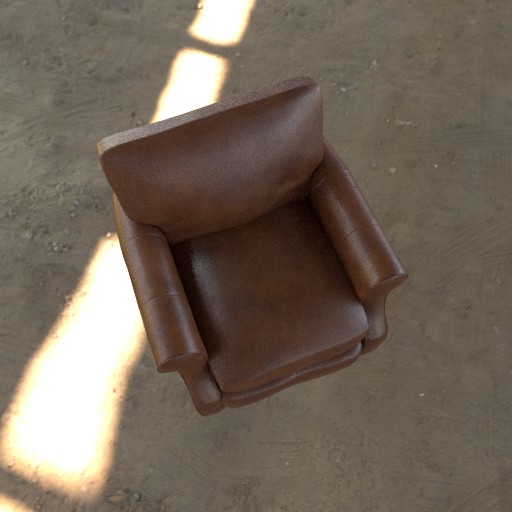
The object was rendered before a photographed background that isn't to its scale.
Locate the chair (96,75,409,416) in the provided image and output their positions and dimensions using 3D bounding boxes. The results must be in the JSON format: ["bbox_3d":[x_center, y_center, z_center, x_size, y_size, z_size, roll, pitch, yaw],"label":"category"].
[{"bbox_3d":[0.000,0.000,1.799,0.989,0.972,0.992,-19,65,-9],"label":"chair"}]
